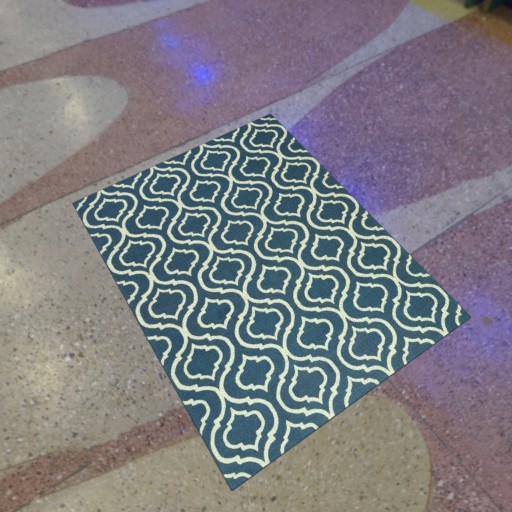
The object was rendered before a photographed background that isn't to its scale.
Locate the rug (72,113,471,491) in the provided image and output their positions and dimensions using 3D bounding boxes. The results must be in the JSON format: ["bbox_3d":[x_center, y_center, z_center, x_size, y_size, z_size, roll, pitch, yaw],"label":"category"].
[{"bbox_3d":[0.000,0.000,3.880,2.270,0.020,2.881,-29,63,-17],"label":"rug"}]
